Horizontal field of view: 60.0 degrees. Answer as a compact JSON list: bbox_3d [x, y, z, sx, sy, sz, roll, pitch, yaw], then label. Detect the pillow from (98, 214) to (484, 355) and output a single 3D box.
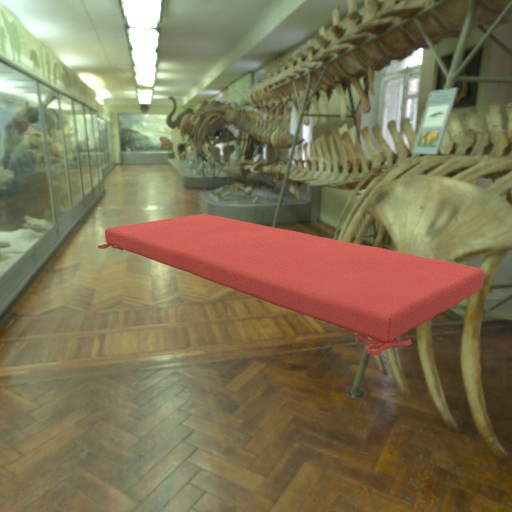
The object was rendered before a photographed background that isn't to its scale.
[{"bbox_3d":[0.000,0.000,1.342,0.492,0.081,1.187,-14,20,-42],"label":"pillow"}]
